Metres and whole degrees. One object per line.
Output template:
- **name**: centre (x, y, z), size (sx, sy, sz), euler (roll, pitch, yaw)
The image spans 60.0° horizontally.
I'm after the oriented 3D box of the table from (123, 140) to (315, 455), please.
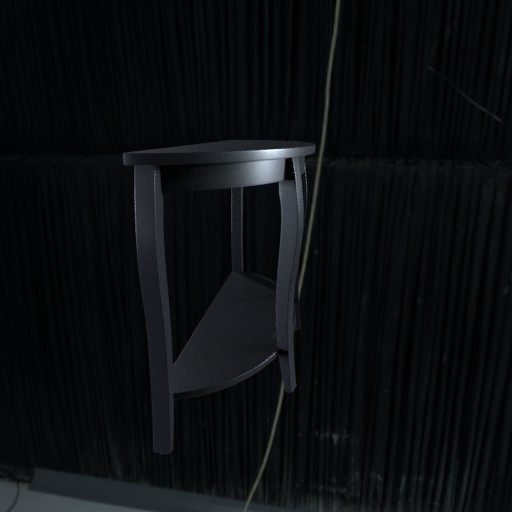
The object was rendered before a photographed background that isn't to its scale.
- **table**: centre (0.000, 0.000, 1.594), size (0.394, 0.780, 1.219), euler (2, 16, 8)
